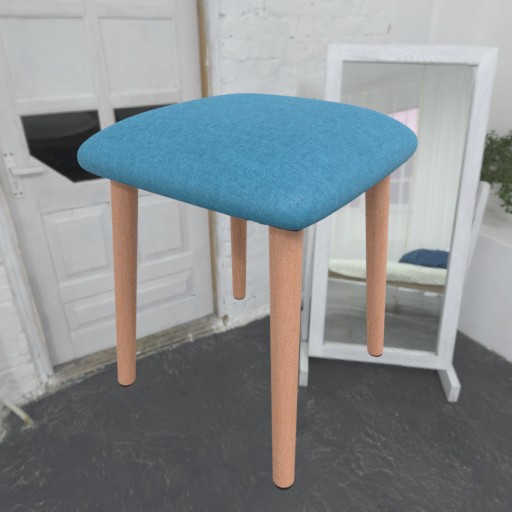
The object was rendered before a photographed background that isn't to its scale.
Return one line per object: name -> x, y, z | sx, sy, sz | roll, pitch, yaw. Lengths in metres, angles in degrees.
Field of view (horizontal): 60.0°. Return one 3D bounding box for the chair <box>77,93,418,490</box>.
chair -> 0.000, 0.000, 0.682 | 0.360, 0.450, 0.360 | 19, 34, 31
